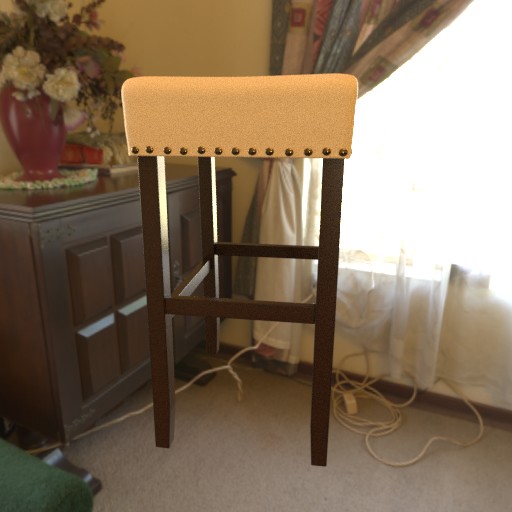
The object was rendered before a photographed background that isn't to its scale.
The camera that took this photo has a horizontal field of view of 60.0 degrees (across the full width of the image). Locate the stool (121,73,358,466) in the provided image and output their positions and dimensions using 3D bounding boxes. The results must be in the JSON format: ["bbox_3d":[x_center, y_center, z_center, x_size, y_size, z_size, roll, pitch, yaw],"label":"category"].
[{"bbox_3d":[0.000,0.000,1.047,0.401,0.762,0.471,3,17,9],"label":"stool"}]
